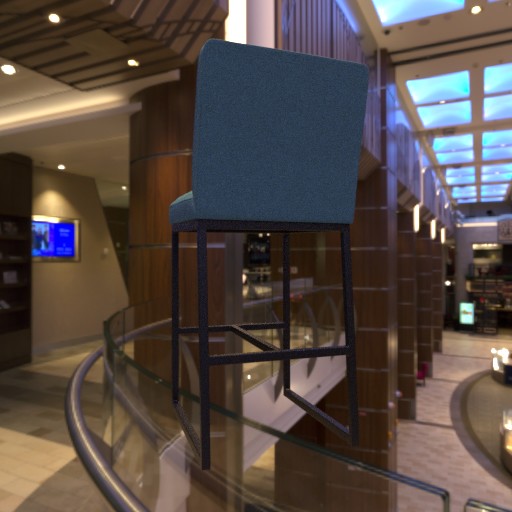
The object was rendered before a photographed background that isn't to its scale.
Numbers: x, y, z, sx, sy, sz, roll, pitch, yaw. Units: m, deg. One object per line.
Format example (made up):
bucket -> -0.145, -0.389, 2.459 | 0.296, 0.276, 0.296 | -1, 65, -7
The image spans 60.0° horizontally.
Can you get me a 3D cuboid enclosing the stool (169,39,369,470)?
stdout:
stool -> 0.000, 0.000, 1.362 | 0.460, 1.040, 0.560 | 0, -1, -19
